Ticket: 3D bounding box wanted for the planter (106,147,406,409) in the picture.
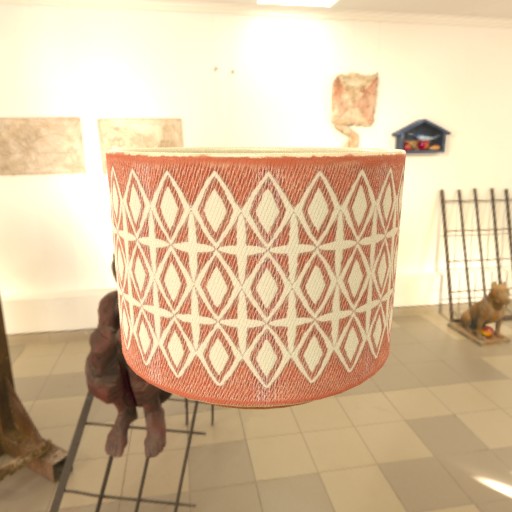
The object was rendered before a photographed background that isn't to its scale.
[{"bbox_3d":[0.000,0.000,0.316,0.192,0.148,0.192,0,15,0],"label":"planter"}]
